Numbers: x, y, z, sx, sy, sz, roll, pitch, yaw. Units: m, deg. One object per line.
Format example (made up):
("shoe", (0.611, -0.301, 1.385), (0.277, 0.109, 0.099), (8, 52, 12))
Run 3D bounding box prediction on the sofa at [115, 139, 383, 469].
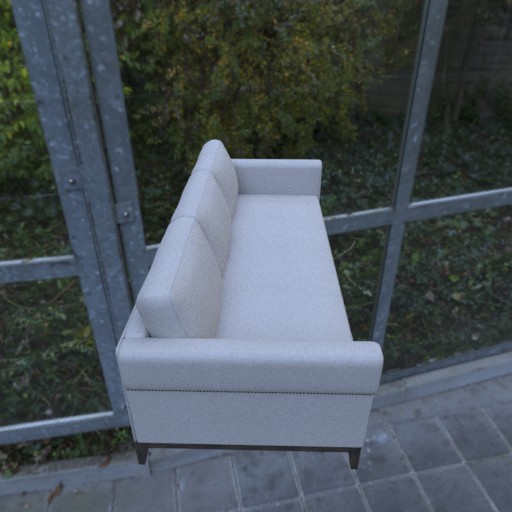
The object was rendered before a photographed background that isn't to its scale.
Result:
("sofa", (0.000, 0.000, 2.623), (0.959, 0.838, 2.210), (1, 30, 1))
